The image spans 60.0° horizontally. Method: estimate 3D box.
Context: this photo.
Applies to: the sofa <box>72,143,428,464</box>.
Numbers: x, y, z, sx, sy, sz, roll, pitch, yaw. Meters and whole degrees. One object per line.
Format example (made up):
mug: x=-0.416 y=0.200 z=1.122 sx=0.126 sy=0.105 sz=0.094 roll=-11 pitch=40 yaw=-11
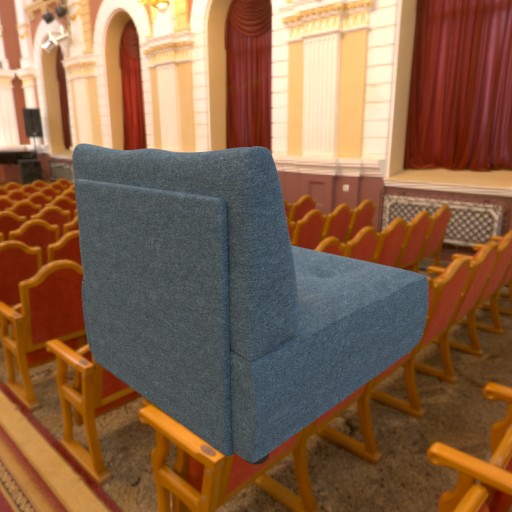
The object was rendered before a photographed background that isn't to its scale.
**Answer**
sofa: x=0.000 y=0.000 z=1.664 sx=0.930 sy=0.820 sz=1.000 roll=14 pitch=20 yaw=43
